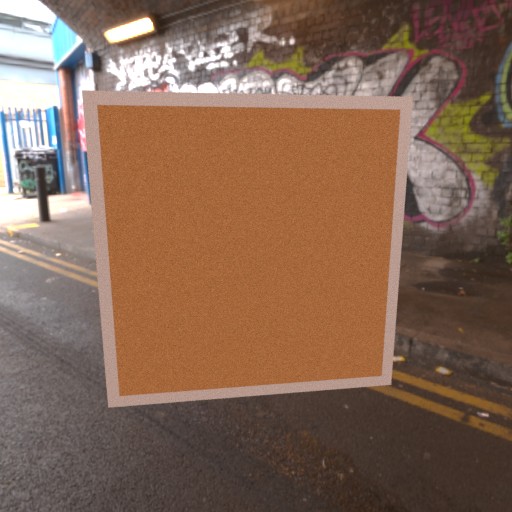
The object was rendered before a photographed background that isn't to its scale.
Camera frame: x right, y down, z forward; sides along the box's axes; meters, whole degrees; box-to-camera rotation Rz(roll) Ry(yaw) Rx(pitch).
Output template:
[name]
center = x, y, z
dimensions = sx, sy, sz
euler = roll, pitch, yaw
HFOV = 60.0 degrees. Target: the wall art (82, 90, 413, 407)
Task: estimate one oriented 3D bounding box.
[wall art]
center = 0.000, 0.000, 1.175
dimensions = 0.812, 0.813, 0.013
euler = -2, 13, -8
